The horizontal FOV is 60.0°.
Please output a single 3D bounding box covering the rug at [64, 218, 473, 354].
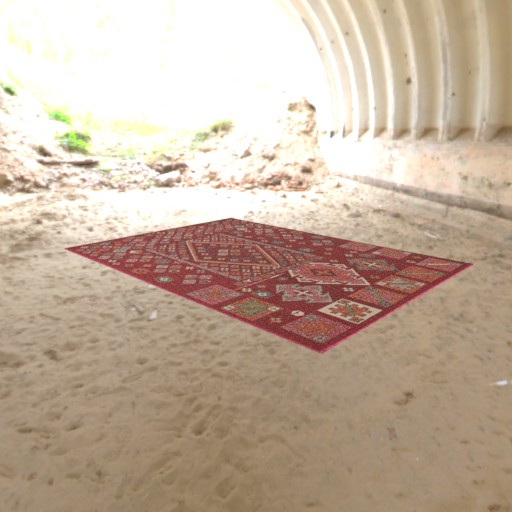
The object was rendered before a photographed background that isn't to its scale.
[{"bbox_3d":[0.000,0.000,4.390,3.306,0.011,2.389,15,21,42],"label":"rug"}]
